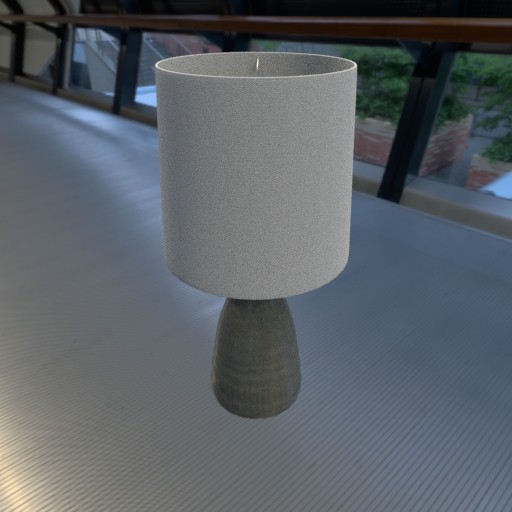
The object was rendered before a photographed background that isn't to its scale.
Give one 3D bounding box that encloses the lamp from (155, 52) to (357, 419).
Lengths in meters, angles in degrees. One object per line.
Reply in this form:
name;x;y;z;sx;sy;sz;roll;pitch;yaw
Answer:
lamp;0.000;0.000;0.458;0.186;0.369;0.186;0;30;0
